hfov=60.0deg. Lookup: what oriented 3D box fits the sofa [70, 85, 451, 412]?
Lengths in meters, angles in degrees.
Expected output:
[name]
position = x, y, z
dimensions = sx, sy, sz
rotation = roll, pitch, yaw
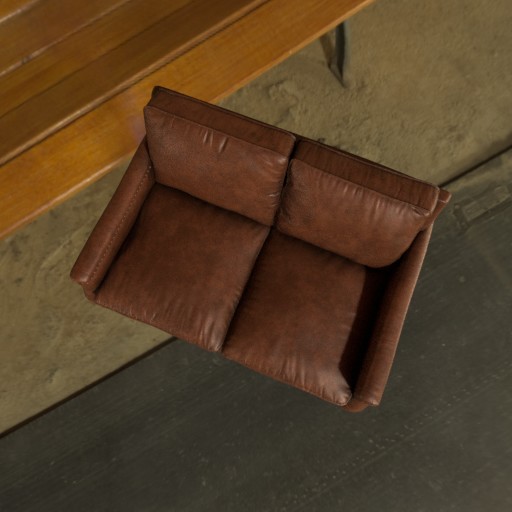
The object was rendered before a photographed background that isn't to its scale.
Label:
[sofa]
position = 0.000, 0.000, 2.305
dimensions = 1.628, 1.003, 1.083
rotation = 22, 76, 5
